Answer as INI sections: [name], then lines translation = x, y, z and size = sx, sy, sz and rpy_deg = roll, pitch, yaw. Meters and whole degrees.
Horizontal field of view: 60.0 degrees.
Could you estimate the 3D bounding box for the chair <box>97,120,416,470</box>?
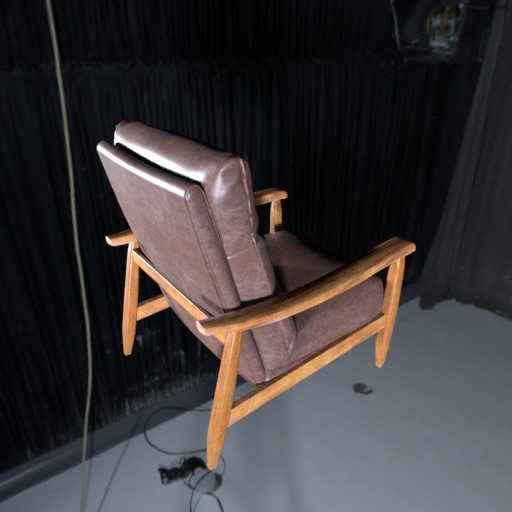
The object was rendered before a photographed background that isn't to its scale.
[chair]
translation = 0.000, 0.000, 1.549
size = 0.830, 0.897, 0.782
rpy_deg = -18, 32, -32
